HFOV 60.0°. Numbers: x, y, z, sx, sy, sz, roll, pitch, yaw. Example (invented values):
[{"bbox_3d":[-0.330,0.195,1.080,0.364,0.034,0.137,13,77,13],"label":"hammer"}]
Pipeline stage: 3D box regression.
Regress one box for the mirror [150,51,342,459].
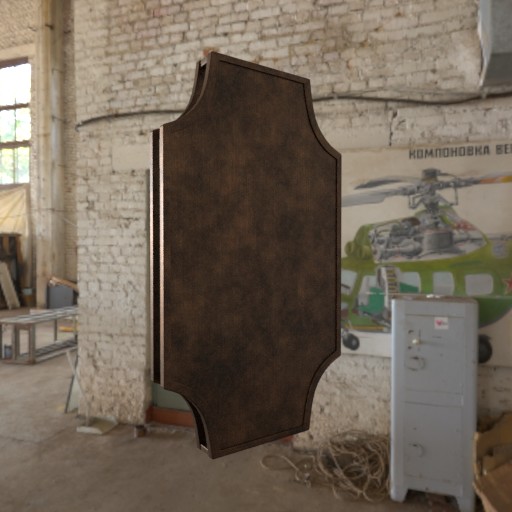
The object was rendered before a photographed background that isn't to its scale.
[{"bbox_3d":[0.000,0.000,0.978,0.462,0.811,0.066,-1,1,-35],"label":"mirror"}]
